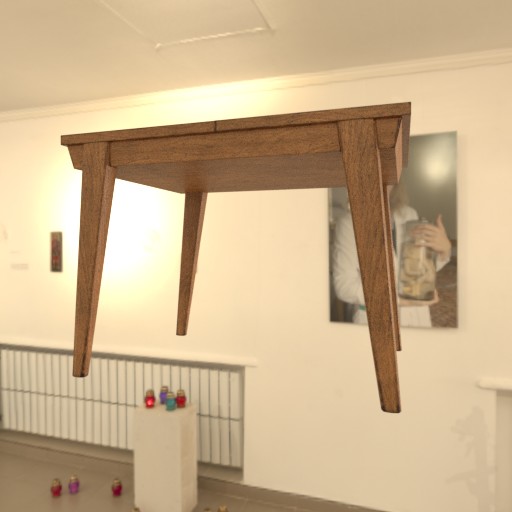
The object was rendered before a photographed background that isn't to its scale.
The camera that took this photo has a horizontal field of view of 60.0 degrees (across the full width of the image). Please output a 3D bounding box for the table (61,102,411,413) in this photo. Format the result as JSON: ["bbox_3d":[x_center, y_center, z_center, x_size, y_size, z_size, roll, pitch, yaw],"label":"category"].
[{"bbox_3d":[0.000,0.000,1.583,1.027,0.760,0.757,0,1,18],"label":"table"}]
